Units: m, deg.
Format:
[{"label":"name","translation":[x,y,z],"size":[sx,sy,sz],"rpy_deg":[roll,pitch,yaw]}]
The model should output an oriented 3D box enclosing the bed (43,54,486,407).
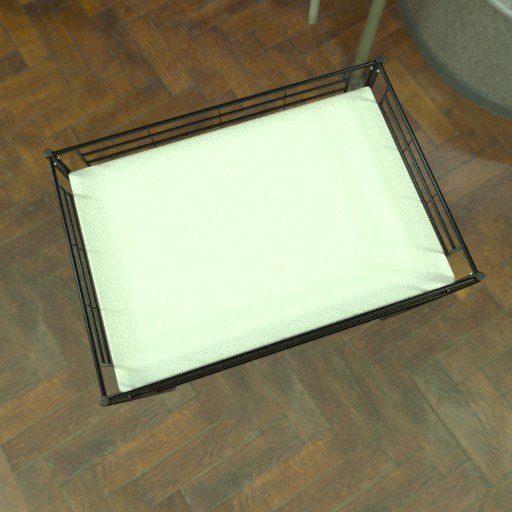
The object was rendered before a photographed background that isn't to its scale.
[{"label":"bed","translation":[0.000,0.000,3.181],"size":[1.994,1.803,1.397],"rpy_deg":[-17,76,-4]}]
